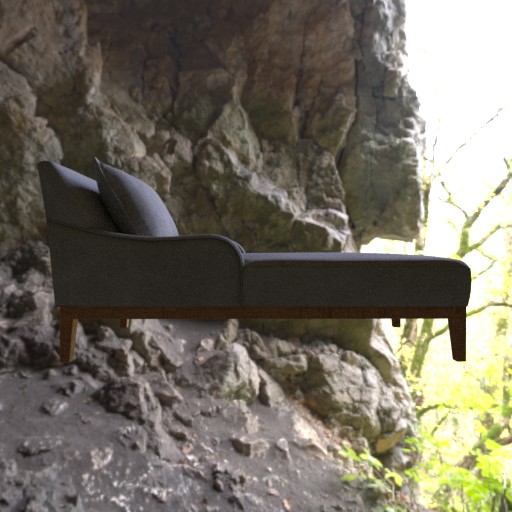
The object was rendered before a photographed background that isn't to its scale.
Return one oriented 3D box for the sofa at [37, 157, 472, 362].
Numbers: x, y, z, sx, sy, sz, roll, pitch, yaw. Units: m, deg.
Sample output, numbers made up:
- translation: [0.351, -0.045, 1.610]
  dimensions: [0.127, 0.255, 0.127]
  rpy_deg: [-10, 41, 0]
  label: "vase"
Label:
- translation: [0.000, 0.000, 2.237]
  dimensions: [1.779, 0.859, 0.894]
  rpy_deg: [0, 1, 0]
  label: "sofa"
